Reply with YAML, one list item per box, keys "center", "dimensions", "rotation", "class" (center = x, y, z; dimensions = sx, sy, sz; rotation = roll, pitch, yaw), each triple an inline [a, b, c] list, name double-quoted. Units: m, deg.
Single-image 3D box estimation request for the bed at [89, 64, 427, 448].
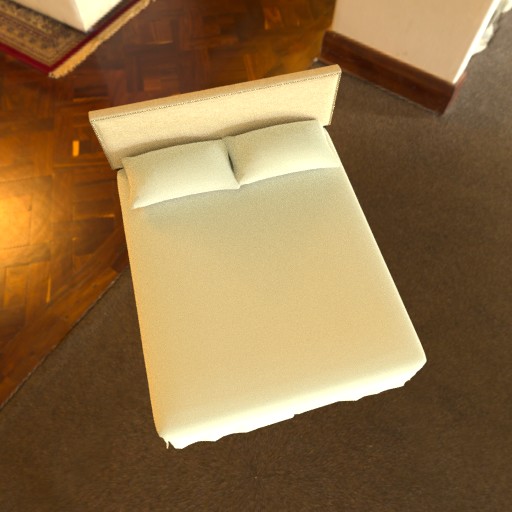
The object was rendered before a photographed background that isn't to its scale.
- center: [0.000, 0.000, 2.768]
  dimensions: [1.616, 1.016, 1.876]
  rotation: [-13, 64, -7]
  class: "bed"
